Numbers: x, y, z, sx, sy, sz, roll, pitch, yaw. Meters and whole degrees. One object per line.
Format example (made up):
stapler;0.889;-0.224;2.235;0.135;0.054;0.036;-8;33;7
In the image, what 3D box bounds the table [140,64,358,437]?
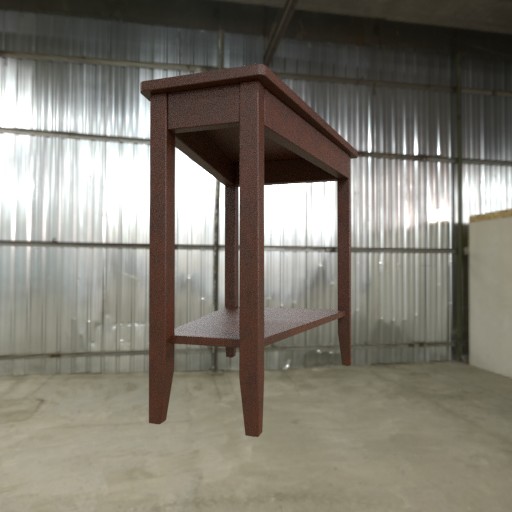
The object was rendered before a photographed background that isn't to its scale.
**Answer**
table;0.000;0.000;1.008;0.399;0.589;0.605;0;-1;18
